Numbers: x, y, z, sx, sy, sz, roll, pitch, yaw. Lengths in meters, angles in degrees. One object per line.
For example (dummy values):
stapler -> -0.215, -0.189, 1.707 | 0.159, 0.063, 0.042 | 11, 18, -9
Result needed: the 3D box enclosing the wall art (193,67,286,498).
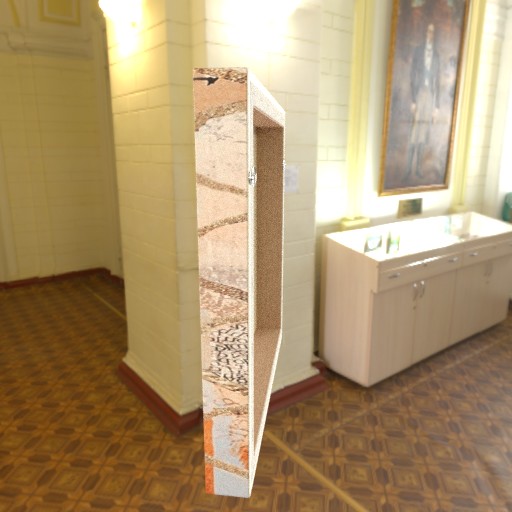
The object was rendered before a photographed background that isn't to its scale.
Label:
wall art -> 0.000, 0.000, 0.446 | 0.036, 0.304, 0.303 | 2, 13, 8
